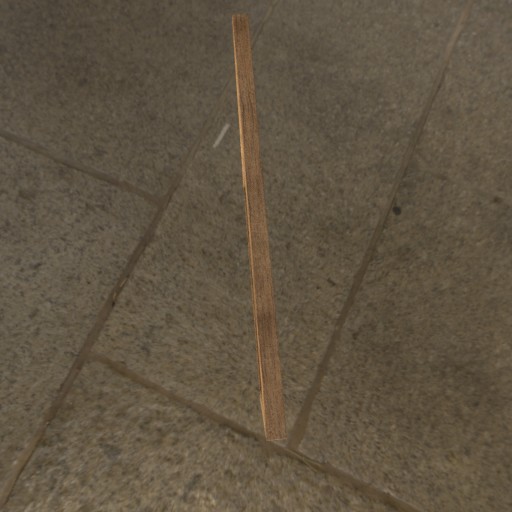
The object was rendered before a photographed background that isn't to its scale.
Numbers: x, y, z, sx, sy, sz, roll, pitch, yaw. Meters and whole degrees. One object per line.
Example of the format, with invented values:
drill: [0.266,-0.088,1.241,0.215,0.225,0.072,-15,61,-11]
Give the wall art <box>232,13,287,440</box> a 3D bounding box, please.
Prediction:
wall art: [0.000,0.000,1.020,0.029,0.691,0.695,-4,75,-1]
